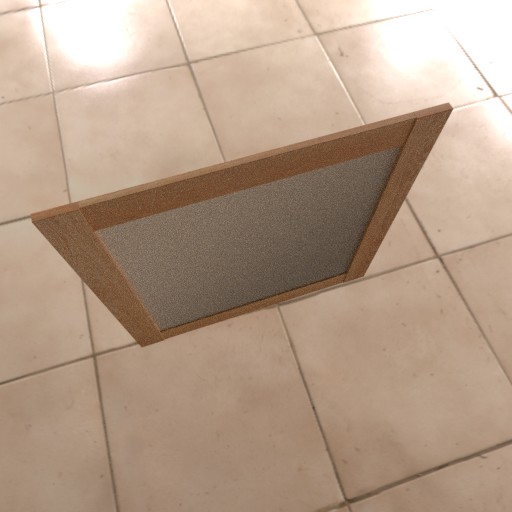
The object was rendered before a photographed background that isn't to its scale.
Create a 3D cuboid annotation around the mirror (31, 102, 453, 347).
[{"bbox_3d":[0.000,0.000,1.162,0.800,0.800,0.020,-17,65,-8],"label":"mirror"}]
